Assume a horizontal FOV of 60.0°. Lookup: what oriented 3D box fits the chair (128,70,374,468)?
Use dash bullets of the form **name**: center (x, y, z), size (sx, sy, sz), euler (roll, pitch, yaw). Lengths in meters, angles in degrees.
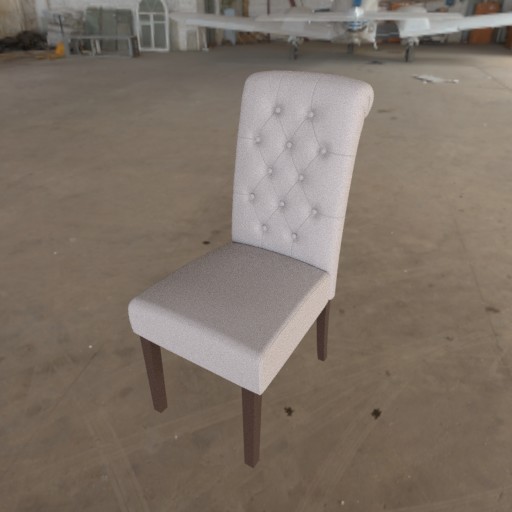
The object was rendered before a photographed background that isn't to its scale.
- **chair**: center (0.000, 0.000, 1.379), size (0.456, 1.006, 0.671), euler (18, 34, 28)
